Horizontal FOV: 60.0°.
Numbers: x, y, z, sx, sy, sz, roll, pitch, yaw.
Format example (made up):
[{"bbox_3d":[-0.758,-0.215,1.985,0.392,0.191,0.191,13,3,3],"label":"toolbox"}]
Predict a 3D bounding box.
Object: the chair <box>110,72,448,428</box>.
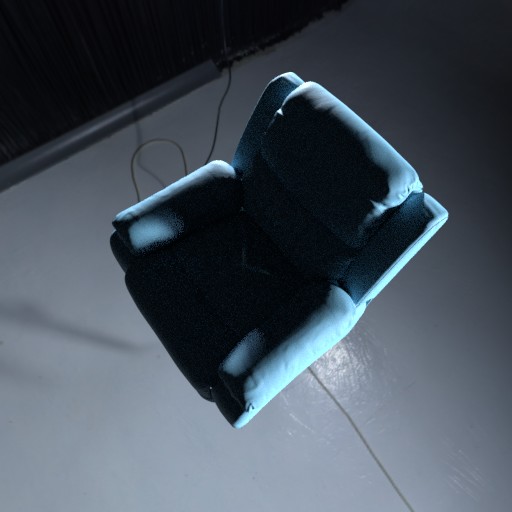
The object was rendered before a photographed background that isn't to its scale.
[{"bbox_3d":[0.000,0.000,1.280,0.709,0.702,0.680,-34,69,-15],"label":"chair"}]
